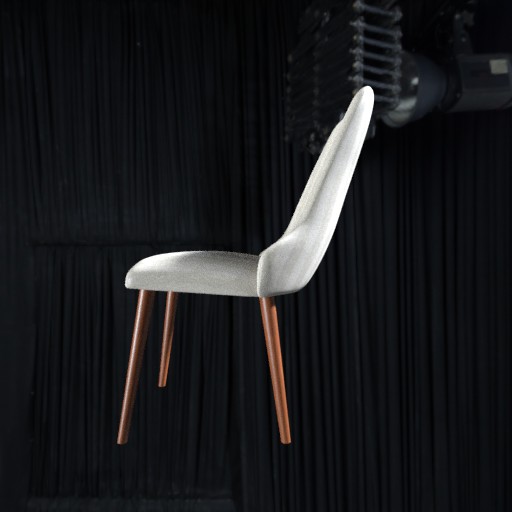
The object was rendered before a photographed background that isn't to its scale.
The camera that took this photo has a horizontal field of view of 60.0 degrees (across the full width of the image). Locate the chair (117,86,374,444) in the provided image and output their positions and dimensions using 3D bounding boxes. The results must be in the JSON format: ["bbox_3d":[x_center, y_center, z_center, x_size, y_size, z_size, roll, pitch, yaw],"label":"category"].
[{"bbox_3d":[0.000,0.000,1.330,0.684,0.917,0.526,0,0,0],"label":"chair"}]
